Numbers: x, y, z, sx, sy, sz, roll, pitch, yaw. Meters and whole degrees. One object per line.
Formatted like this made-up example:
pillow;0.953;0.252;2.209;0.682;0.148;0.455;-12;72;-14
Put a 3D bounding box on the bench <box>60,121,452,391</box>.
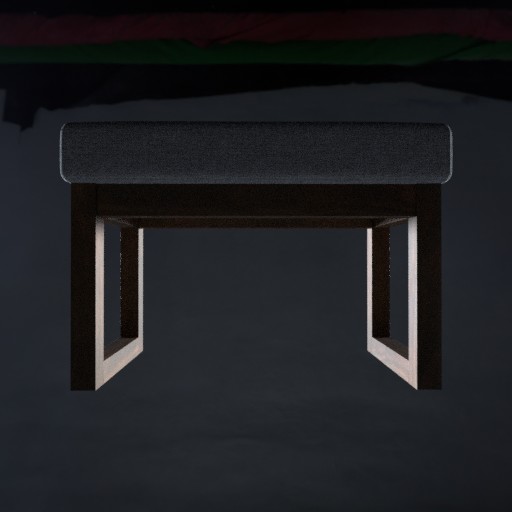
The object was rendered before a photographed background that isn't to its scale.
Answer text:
bench;0.000;0.000;0.934;0.681;0.467;0.366;0;0;-1
